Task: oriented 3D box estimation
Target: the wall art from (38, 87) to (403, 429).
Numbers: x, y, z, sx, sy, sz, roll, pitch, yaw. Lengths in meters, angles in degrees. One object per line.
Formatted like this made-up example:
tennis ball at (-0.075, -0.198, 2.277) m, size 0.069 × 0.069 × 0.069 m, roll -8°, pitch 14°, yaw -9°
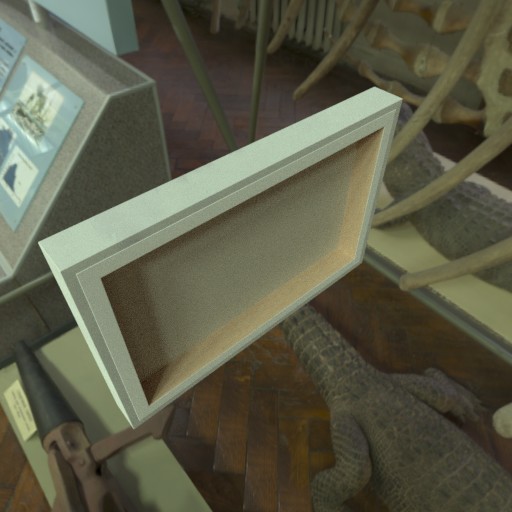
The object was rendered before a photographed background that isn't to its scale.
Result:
wall art at (0.000, 0.000, 0.486) m, size 0.381 × 0.254 × 0.038 m, roll -32°, pitch 54°, yaw -27°
